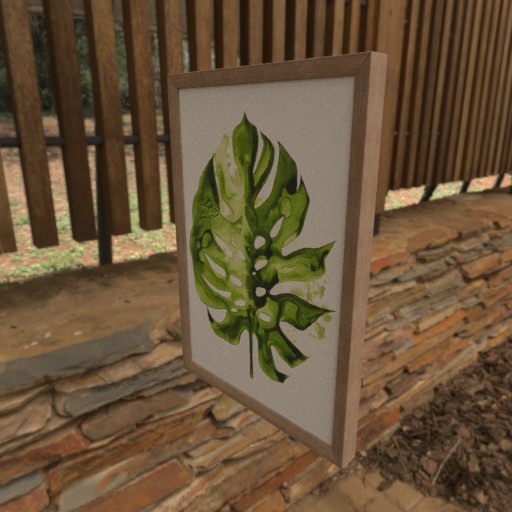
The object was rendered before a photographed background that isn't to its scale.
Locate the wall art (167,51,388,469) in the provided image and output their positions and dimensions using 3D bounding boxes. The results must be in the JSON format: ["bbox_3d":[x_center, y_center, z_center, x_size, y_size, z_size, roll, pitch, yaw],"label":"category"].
[{"bbox_3d":[0.000,0.000,0.643,0.031,0.509,0.356,-17,24,-42],"label":"wall art"}]
